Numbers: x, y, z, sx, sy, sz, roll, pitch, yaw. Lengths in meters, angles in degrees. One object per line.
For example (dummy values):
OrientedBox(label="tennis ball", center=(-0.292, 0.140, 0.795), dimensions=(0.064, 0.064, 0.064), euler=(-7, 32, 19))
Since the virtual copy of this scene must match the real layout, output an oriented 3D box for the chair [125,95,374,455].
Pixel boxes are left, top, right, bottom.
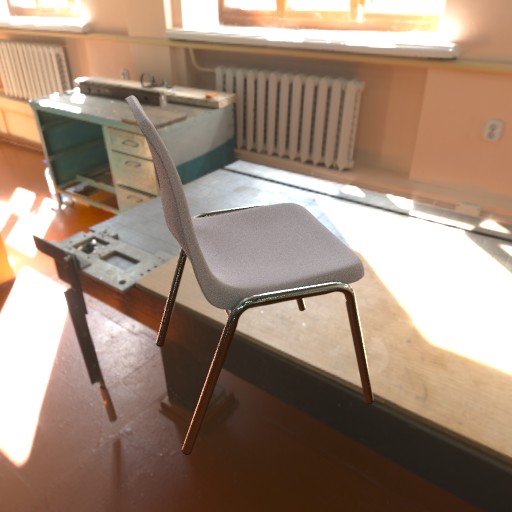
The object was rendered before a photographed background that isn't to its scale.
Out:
OrientedBox(label="chair", center=(0.000, 0.000, 0.927), dimensions=(0.436, 0.653, 0.381), euler=(-10, 32, -17))
